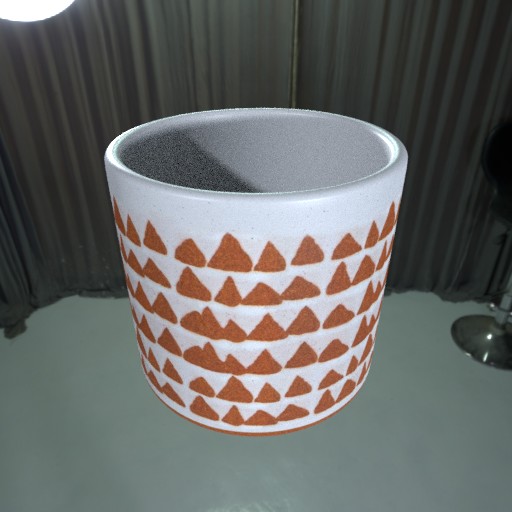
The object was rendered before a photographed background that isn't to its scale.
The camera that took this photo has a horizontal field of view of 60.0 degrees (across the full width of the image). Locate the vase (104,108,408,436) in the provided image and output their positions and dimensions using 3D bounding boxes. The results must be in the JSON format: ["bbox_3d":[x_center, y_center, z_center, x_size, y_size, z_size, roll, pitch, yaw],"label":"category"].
[{"bbox_3d":[0.000,0.000,0.239,0.137,0.127,0.137,0,31,0],"label":"vase"}]
